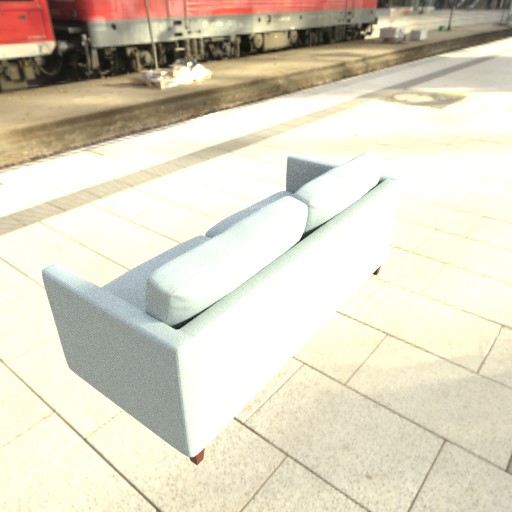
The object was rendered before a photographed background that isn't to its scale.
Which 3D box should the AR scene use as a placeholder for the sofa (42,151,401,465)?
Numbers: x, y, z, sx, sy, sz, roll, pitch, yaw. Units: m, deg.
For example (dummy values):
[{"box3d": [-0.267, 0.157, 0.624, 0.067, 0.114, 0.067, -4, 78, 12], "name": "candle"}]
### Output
[{"box3d": [0.000, 0.000, 2.729, 0.951, 0.965, 2.208, 21, 37, 31], "name": "sofa"}]
